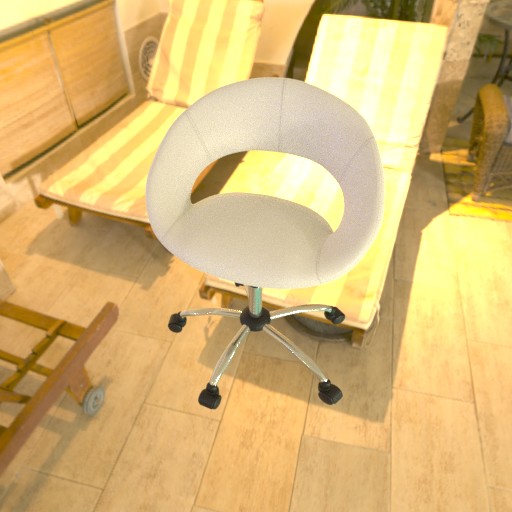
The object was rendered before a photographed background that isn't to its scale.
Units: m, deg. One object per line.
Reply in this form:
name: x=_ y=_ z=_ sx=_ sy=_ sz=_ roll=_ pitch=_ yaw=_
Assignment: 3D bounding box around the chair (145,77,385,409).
chair: x=0.000 y=0.000 z=1.192 sx=0.612 sy=0.791 sz=0.538 roll=13 pitch=44 yaw=14
